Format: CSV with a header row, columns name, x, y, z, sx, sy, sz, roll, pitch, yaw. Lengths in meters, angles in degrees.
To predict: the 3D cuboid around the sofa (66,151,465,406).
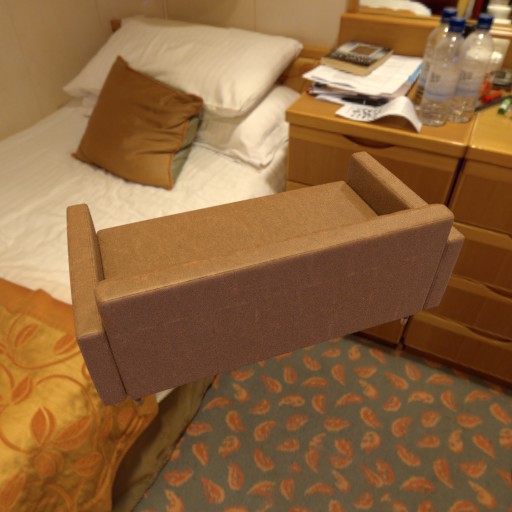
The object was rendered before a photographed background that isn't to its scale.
name,x,y,z,sx,sy,sz,roll,pitch,yaw
sofa,0.000,0.000,2.419,1.847,0.821,0.993,-13,42,-15
